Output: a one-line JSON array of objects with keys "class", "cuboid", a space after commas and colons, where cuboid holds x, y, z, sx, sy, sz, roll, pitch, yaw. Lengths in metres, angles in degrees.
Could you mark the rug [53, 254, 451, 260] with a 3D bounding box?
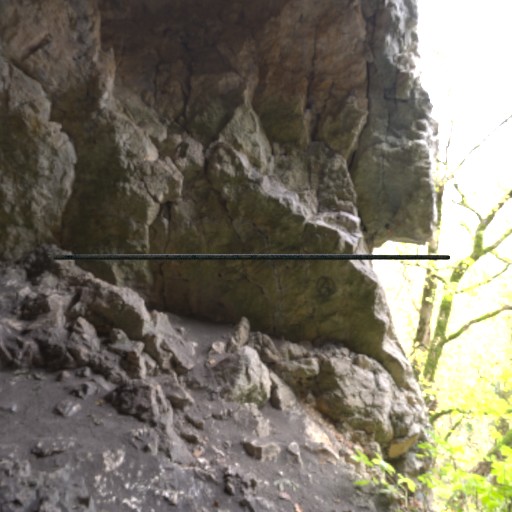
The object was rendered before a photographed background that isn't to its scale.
[{"class": "rug", "cuboid": [0.000, 0.000, 2.267, 1.219, 0.016, 1.829, 0, 0, 1]}]
